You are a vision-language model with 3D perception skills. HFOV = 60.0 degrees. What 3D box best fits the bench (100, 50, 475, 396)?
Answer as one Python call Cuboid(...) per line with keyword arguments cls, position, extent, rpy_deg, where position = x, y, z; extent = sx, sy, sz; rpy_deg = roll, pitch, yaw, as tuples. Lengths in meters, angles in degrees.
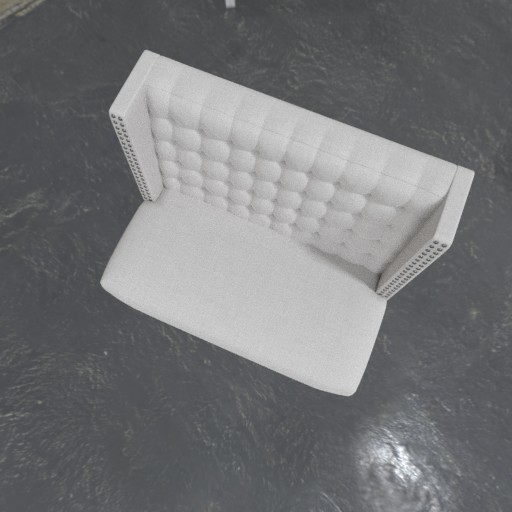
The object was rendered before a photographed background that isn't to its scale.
Cuboid(cls="bench", position=(0.000, 0.000, 1.988), extent=(1.280, 1.123, 0.847), rpy_deg=(22, 76, 6))
